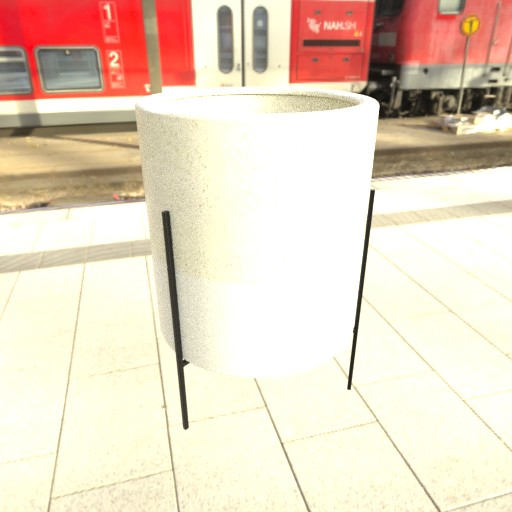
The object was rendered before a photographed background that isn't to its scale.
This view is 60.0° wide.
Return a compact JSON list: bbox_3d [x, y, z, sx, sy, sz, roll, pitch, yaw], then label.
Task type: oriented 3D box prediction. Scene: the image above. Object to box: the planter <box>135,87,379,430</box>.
[{"bbox_3d":[0.000,0.000,0.711,0.324,0.483,0.333,-8,27,-16],"label":"planter"}]
